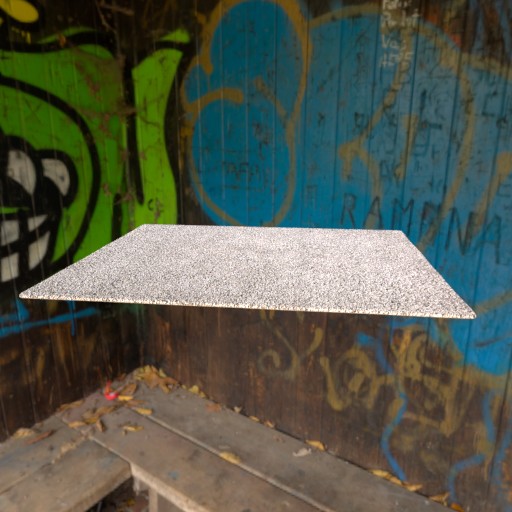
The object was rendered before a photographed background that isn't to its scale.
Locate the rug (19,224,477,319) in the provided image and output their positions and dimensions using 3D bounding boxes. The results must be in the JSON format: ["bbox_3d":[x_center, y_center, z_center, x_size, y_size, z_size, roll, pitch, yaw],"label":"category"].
[{"bbox_3d":[0.000,0.000,4.065,3.047,0.029,2.438,2,16,7],"label":"rug"}]
